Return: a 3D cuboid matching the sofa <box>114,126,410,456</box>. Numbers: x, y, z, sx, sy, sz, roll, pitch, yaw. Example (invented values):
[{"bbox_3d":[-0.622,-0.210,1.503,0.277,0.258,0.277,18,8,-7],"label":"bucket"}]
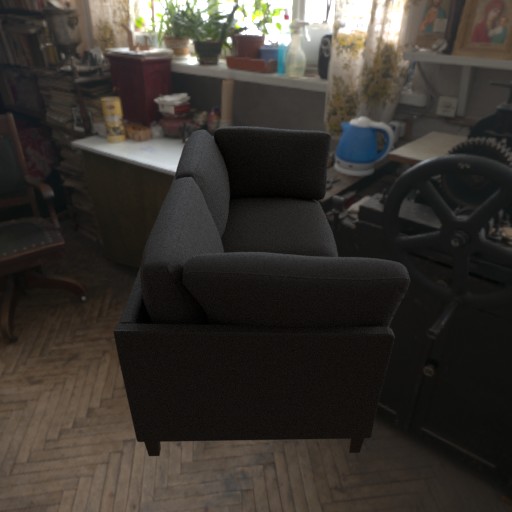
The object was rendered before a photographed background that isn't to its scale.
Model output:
[{"bbox_3d":[0.000,0.000,2.296,0.969,0.920,1.751,-1,31,-1],"label":"sofa"}]
